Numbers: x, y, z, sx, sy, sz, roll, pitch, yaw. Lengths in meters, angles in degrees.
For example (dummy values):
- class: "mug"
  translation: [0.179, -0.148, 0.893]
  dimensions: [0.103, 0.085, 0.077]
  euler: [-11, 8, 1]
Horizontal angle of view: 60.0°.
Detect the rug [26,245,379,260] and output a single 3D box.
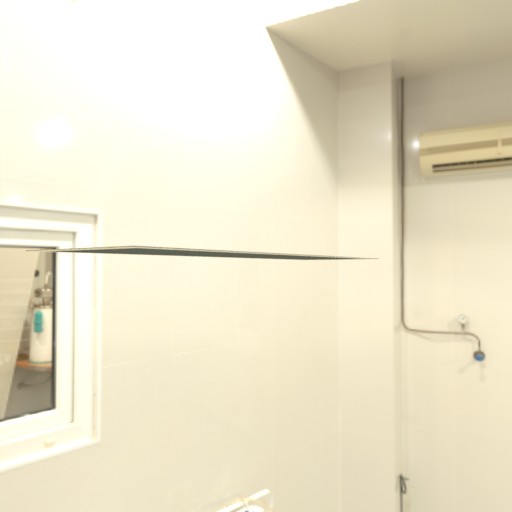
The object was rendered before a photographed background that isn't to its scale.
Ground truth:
- class: "rug"
  translation: [0.000, 0.000, 2.679]
  dimensions: [0.688, 0.005, 2.437]
  euler: [-1, -2, 34]
